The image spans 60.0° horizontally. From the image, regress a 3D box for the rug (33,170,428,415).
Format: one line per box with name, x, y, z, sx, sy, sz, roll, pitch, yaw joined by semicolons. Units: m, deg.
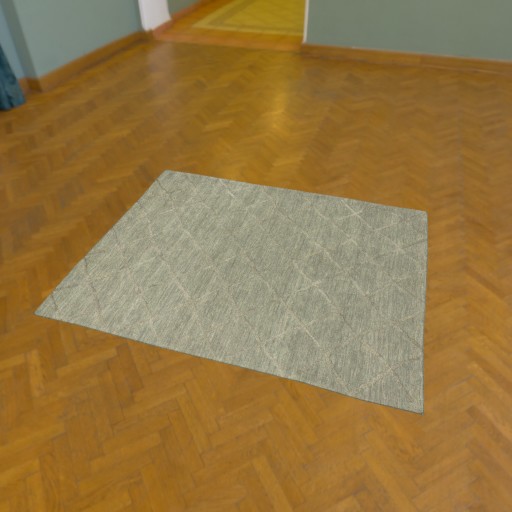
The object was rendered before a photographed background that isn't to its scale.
rug;0.000;0.000;4.105;3.048;0.013;2.438;11;42;13
